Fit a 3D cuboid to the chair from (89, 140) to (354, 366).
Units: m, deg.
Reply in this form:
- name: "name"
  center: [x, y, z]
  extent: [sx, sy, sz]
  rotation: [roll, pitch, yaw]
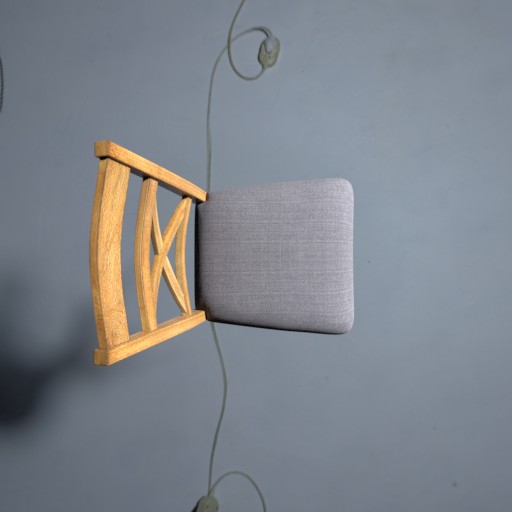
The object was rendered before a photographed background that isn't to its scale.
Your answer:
- name: "chair"
  center: [0.000, 0.000, 1.264]
  extent: [0.581, 0.949, 0.470]
  rotation: [0, 89, 2]
